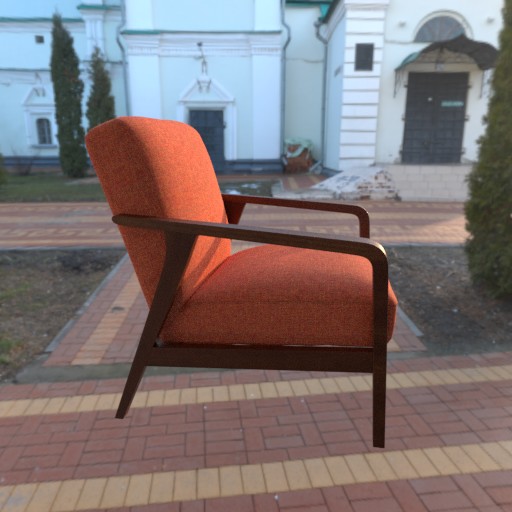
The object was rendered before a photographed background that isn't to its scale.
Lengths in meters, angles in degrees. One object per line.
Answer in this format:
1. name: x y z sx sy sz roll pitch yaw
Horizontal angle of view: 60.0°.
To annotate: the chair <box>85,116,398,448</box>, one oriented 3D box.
1. chair: 0.000 0.000 1.491 0.860 0.890 0.719 2 14 10
